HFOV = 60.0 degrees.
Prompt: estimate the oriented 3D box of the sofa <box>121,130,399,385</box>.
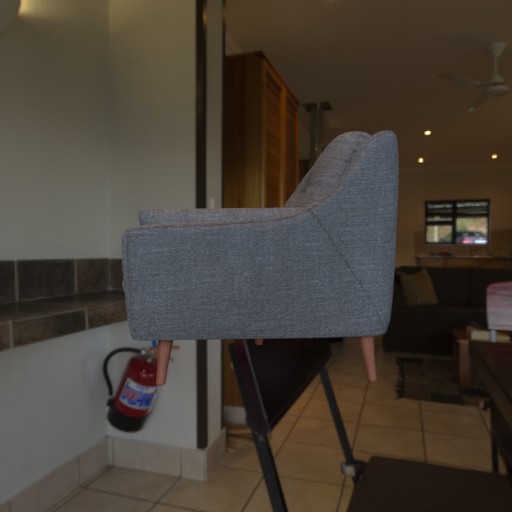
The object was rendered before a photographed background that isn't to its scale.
[{"bbox_3d":[0.000,0.000,2.207,0.976,0.887,1.646,0,0,-1],"label":"sofa"}]
